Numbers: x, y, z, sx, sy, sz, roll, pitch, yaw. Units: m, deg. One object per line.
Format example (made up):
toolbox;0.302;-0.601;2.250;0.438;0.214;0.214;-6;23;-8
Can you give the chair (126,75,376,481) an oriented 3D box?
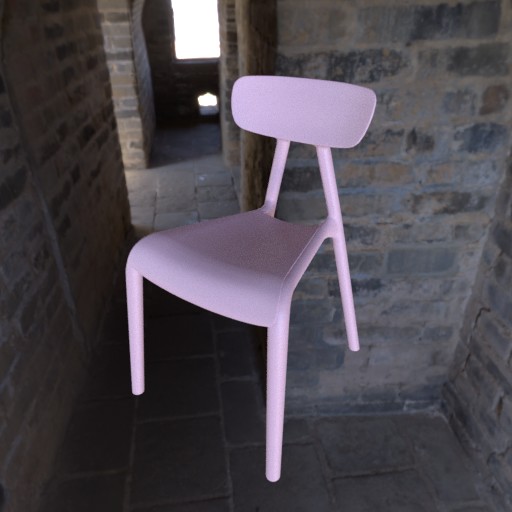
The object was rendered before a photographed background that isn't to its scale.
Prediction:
chair;0.000;0.000;0.828;0.356;0.580;0.401;19;35;30
